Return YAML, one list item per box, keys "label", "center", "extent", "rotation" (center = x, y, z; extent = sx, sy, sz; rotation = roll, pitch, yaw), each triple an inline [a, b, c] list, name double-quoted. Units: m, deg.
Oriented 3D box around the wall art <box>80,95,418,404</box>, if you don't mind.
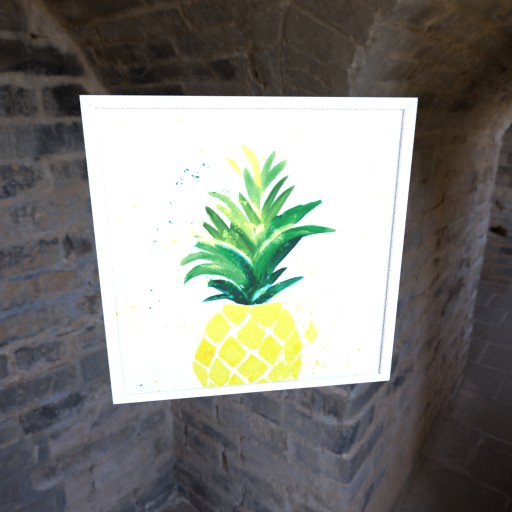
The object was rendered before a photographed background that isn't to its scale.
- label: "wall art"
  center: [0.000, 0.000, 0.751]
  extent: [0.508, 0.507, 0.035]
  rotation: [-2, 17, -8]
